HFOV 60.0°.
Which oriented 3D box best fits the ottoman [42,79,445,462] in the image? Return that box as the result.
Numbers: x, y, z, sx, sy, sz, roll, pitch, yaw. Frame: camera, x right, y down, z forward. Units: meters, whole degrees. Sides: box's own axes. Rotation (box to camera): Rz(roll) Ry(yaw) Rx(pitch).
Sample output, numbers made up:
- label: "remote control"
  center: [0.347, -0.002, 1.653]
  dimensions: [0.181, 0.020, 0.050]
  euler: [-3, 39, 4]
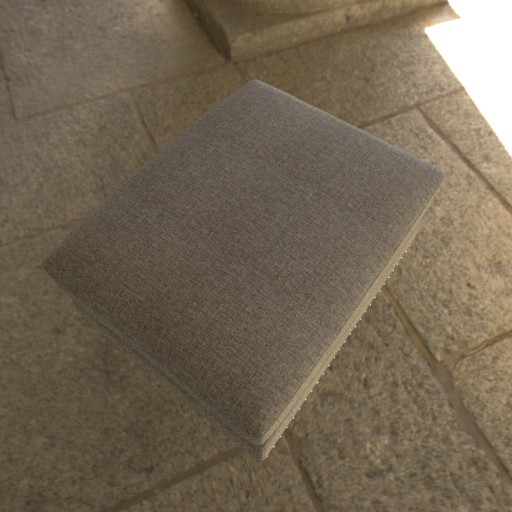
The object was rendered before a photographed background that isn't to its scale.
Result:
- label: "ottoman"
  center: [0.000, 0.000, 1.119]
  dimensions: [0.584, 0.513, 0.741]
  euler: [33, 65, 18]
